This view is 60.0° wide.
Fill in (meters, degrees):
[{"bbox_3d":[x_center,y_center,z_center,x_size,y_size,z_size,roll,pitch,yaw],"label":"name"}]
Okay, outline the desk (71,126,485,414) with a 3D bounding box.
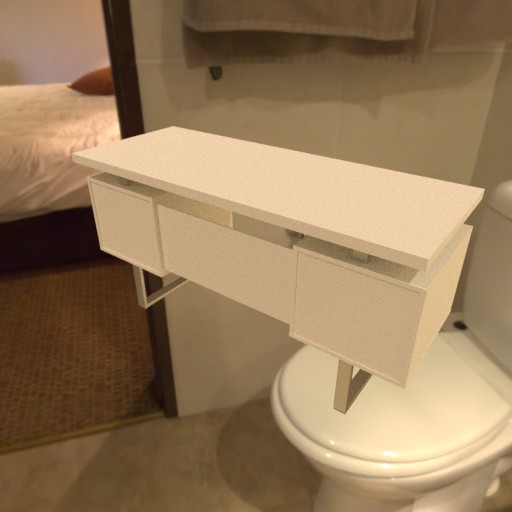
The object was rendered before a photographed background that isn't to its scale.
[{"bbox_3d":[0.000,0.000,1.909,1.530,0.773,0.603,20,35,31],"label":"desk"}]
